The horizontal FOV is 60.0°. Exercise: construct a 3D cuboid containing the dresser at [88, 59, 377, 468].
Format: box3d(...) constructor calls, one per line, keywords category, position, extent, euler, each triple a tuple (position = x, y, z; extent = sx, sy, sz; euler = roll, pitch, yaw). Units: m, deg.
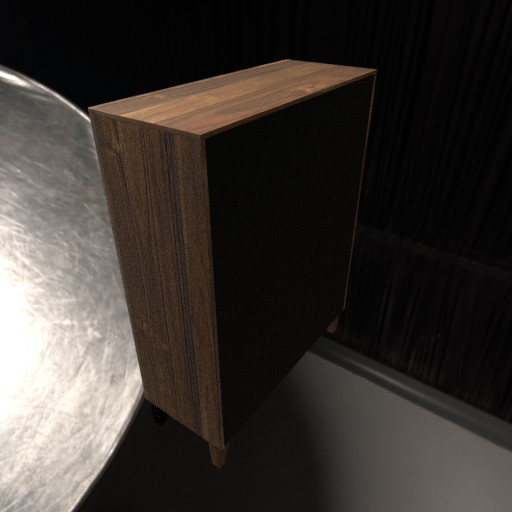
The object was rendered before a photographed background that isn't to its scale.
box3d(category="dresser", position=(0.000, 0.000, 1.900), extent=(0.442, 1.393, 1.062), euler=(21, 38, 30))
